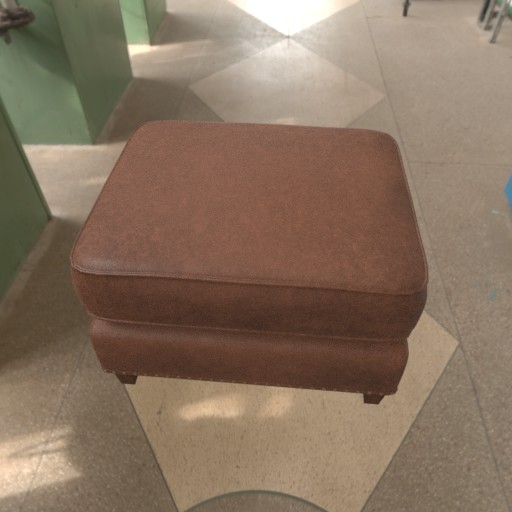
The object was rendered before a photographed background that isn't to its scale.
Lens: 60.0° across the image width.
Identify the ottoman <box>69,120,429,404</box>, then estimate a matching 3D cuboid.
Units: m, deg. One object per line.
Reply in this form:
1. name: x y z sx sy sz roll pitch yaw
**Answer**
1. ottoman: 0.000 0.000 1.166 0.738 0.537 0.589 4 46 3
